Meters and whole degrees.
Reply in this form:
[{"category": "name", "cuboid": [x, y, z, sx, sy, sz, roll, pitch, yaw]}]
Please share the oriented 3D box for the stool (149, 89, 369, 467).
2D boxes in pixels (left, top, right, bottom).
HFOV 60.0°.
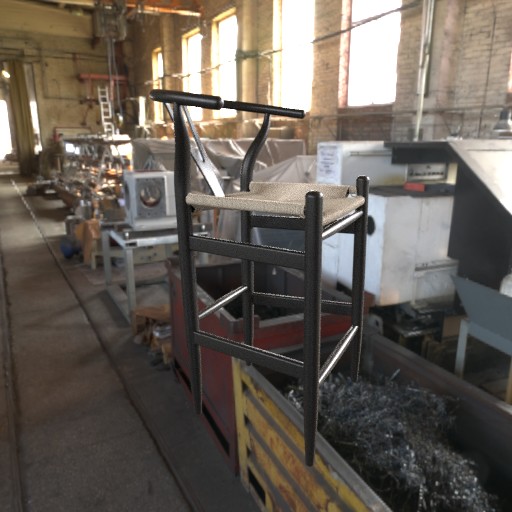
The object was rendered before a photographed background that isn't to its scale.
[{"category": "stool", "cuboid": [0.000, 0.000, 1.365, 0.579, 0.970, 0.569, 7, 17, 26]}]
